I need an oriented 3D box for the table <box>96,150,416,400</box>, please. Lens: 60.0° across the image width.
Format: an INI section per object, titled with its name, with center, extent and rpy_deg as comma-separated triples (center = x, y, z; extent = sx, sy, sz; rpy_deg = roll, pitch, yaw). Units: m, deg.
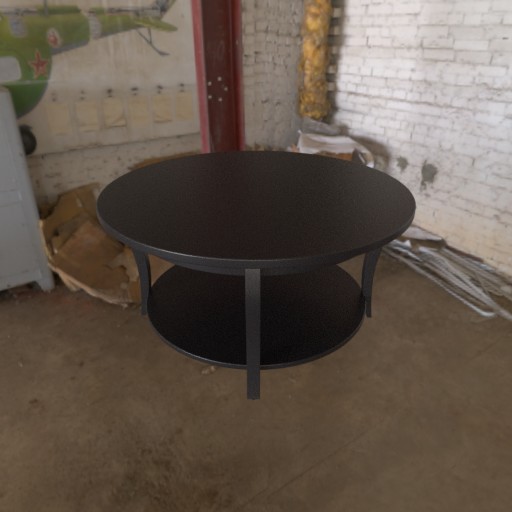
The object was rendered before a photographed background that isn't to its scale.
[table]
center = 0.000, 0.000, 1.433
extent = 0.914, 0.457, 0.914
rpy_deg = 0, 27, 0
